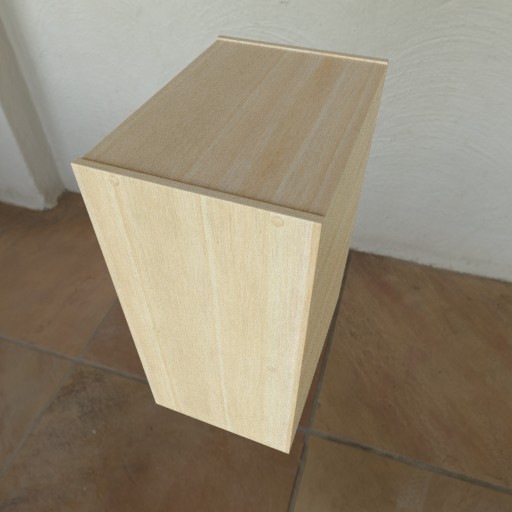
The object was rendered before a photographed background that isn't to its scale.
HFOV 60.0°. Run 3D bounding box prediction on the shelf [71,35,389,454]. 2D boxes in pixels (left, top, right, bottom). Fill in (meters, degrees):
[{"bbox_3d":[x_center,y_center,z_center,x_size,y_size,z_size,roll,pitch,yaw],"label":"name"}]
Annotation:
[{"bbox_3d":[0.000,0.000,0.807,0.290,0.592,0.414,15,48,14],"label":"shelf"}]
